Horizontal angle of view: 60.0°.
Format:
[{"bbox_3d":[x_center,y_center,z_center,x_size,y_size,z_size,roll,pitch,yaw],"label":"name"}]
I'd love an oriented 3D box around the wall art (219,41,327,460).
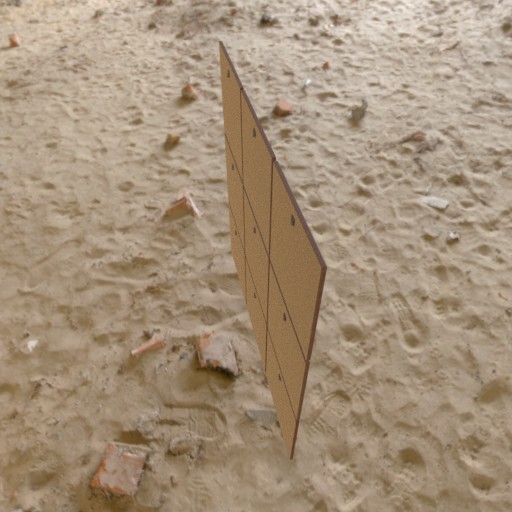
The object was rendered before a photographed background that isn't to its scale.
[{"bbox_3d":[0.000,0.000,1.798,0.019,1.218,1.221,-10,48,-9],"label":"wall art"}]
